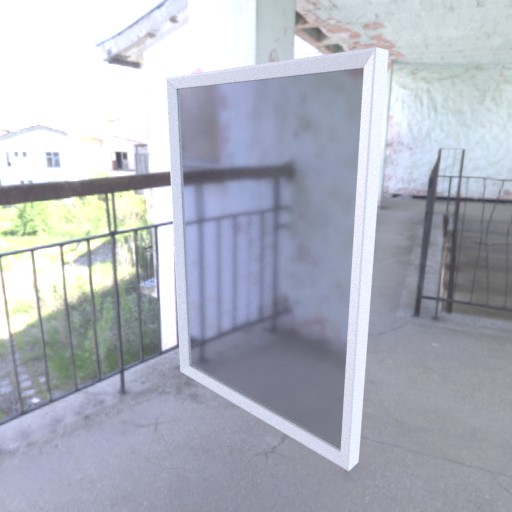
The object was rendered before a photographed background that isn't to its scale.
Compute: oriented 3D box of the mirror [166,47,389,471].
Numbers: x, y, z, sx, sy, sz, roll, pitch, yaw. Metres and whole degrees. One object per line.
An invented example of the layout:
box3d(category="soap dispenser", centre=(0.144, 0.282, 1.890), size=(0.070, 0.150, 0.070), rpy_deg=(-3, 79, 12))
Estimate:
box3d(category="mirror", centre=(0.000, 0.000, 0.897), size=(0.507, 0.710, 0.039), rpy_deg=(14, 21, 42))
